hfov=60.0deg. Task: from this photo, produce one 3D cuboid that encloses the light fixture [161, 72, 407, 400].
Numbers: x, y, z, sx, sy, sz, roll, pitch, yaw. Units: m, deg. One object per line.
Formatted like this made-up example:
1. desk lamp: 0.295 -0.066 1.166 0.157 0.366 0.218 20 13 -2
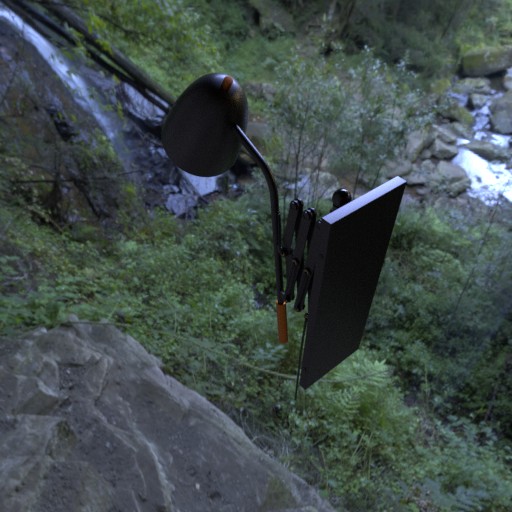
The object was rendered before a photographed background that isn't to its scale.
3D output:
1. light fixture: 0.000 0.000 0.942 0.162 0.715 0.499 -29 52 -26
